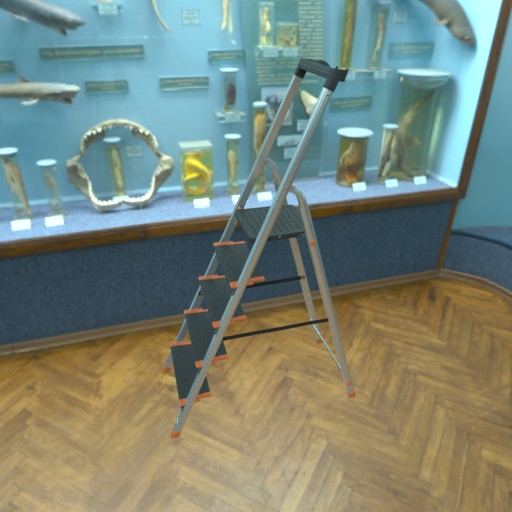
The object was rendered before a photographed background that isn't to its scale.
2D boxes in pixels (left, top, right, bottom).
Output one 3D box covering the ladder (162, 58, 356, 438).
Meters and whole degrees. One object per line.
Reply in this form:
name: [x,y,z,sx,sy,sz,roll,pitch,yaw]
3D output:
ladder: [0.000,0.000,2.062,0.995,1.646,0.480,-8,31,-13]
